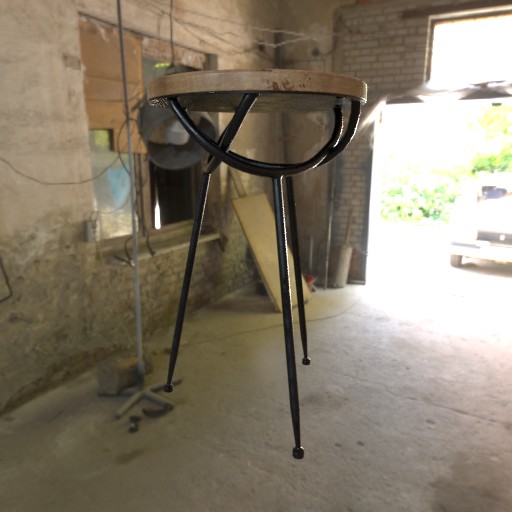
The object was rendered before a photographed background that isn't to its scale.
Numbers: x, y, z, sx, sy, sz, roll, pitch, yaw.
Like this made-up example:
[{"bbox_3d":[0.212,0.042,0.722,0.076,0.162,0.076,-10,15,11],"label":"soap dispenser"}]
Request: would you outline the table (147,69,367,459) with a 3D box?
[{"bbox_3d":[0.000,0.000,0.921,0.414,0.664,0.418,-2,14,-8],"label":"table"}]
